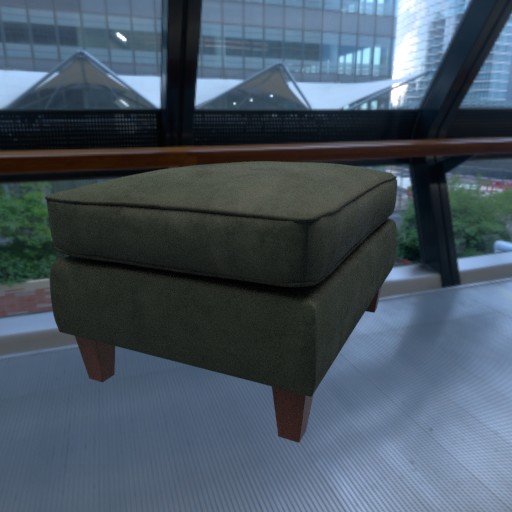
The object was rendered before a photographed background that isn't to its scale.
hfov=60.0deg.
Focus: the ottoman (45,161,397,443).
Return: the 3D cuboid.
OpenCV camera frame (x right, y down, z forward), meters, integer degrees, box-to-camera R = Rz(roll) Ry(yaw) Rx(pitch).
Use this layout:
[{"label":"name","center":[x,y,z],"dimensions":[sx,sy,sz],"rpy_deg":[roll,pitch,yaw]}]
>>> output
[{"label":"ottoman","center":[0.000,0.000,1.222],"dimensions":[0.632,0.495,0.864],"rpy_deg":[7,17,25]}]
